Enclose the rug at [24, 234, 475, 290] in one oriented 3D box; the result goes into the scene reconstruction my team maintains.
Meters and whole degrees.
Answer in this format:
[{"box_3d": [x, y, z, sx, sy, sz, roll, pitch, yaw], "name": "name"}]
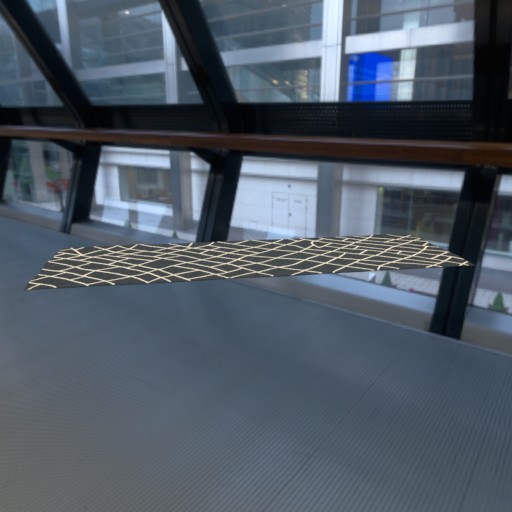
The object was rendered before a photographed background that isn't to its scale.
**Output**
[{"box_3d": [0.000, 0.000, 2.748, 2.476, 0.010, 0.807, -3, 16, -9], "name": "rug"}]
